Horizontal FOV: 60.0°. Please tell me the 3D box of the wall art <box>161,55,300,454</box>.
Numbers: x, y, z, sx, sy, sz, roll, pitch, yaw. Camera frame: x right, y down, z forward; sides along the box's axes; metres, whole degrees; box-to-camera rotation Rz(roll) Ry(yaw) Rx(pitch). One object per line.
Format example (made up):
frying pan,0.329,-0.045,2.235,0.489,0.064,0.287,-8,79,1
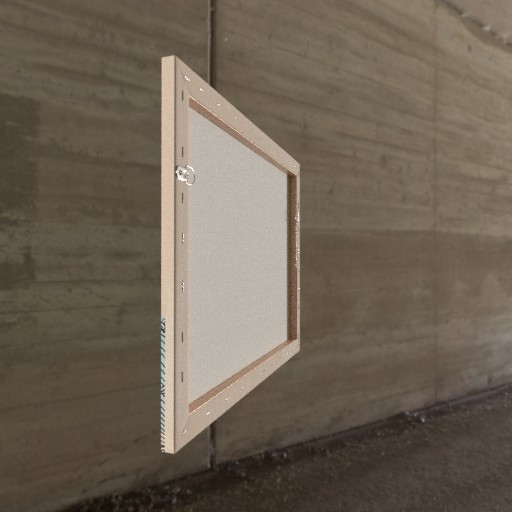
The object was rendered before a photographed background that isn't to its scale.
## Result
wall art,0.000,0.000,1.593,0.042,0.912,1.219,0,-1,19
